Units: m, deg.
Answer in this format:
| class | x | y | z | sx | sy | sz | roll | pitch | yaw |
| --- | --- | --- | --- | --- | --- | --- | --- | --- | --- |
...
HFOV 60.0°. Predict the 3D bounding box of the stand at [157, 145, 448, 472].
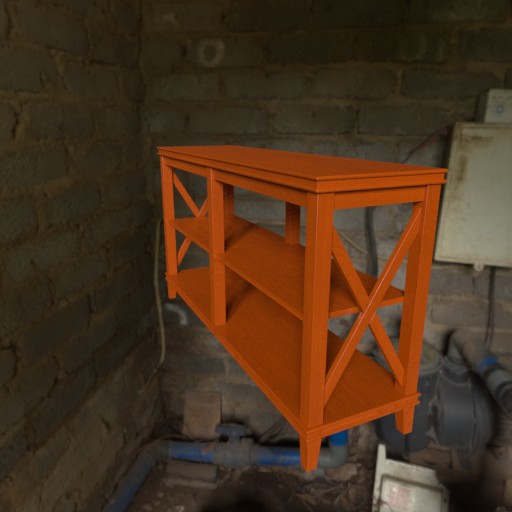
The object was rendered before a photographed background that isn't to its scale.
| class | x | y | z | sx | sy | sz | roll | pitch | yaw |
| --- | --- | --- | --- | --- | --- | --- | --- | --- | --- |
| stand | 0.000 | 0.000 | 1.702 | 0.381 | 0.762 | 1.372 | -8 | 18 | -25 |
